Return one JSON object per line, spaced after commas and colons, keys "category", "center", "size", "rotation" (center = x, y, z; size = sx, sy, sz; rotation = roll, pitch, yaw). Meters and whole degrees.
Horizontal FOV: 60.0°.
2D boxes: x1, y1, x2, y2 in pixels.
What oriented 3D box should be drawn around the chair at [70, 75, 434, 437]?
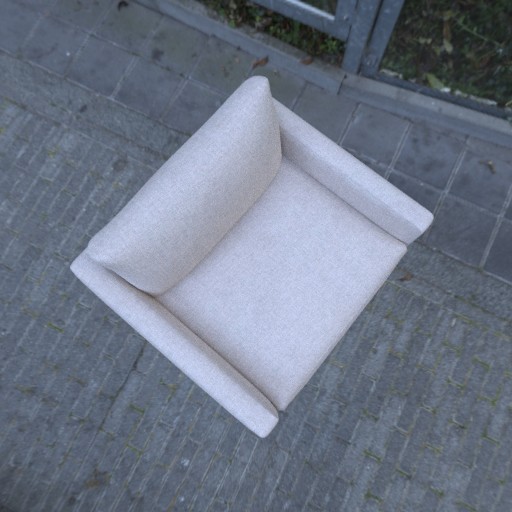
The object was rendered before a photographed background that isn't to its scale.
{"category": "chair", "center": [0.000, 0.000, 1.676], "size": [0.866, 0.861, 0.963], "rotation": [39, 79, 9]}
